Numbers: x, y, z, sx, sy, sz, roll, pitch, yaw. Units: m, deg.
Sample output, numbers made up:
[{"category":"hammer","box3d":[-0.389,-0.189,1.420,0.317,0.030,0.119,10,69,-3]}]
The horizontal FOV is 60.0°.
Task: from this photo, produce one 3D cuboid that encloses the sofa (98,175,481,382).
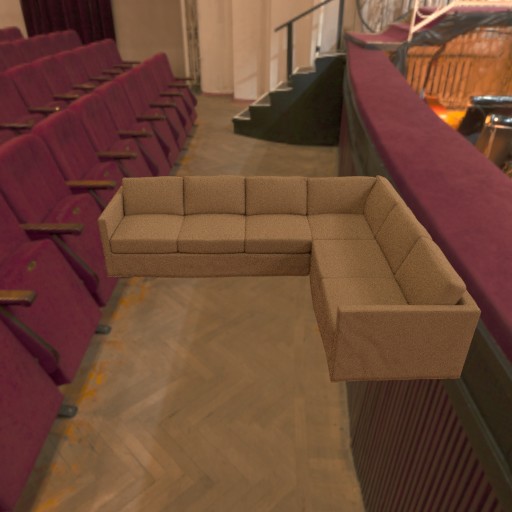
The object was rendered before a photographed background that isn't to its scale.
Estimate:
[{"category":"sofa","box3d":[0.000,0.000,4.280,3.182,0.871,2.432,0,30,0]}]
